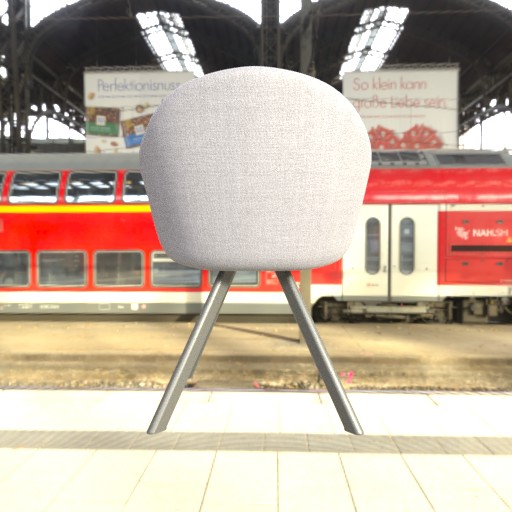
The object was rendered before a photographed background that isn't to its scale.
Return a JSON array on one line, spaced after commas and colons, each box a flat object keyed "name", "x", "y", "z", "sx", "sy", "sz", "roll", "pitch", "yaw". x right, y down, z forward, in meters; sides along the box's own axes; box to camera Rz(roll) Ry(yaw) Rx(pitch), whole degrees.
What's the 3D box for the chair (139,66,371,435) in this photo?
[{"name": "chair", "x": 0.000, "y": 0.000, "z": 1.167, "sx": 0.590, "sy": 0.795, "sz": 0.550, "roll": 0, "pitch": 1, "yaw": 1}]
